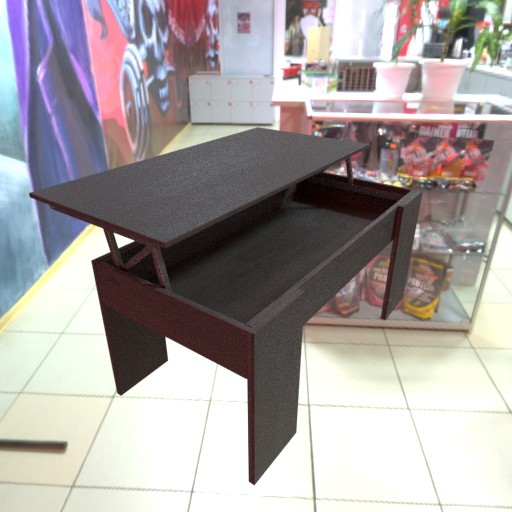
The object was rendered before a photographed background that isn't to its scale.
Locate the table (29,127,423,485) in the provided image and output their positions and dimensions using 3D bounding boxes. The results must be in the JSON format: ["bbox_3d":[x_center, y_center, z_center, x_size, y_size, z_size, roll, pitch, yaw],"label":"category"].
[{"bbox_3d":[0.000,0.000,1.438,0.711,0.570,1.000,19,33,31],"label":"table"}]
